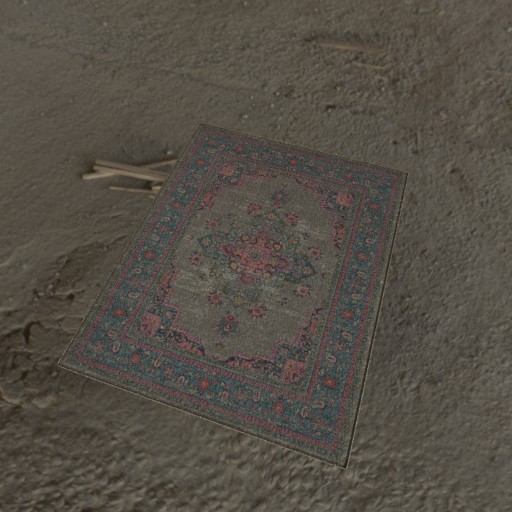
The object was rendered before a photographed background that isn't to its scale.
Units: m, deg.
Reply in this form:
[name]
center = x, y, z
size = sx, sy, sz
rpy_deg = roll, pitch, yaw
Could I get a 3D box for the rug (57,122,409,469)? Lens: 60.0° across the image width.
[rug]
center = 0.000, 0.000, 4.197
size = 2.434, 0.013, 3.057
rpy_deg = 16, 60, 10
